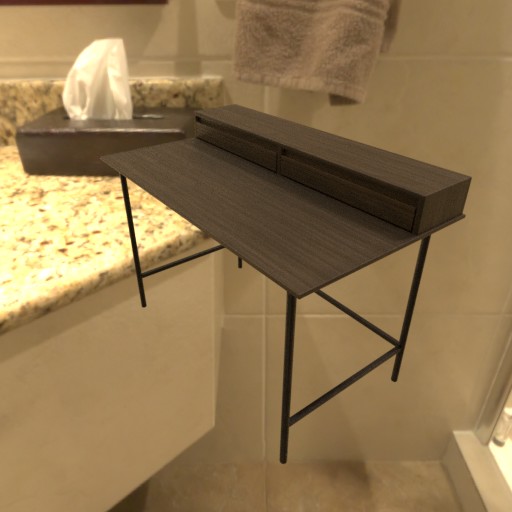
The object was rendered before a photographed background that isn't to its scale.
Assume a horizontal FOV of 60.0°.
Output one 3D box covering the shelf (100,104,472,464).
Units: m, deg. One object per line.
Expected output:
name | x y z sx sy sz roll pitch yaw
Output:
shelf | 0.000 0.000 1.747 0.685 0.865 1.212 -22 37 -31
